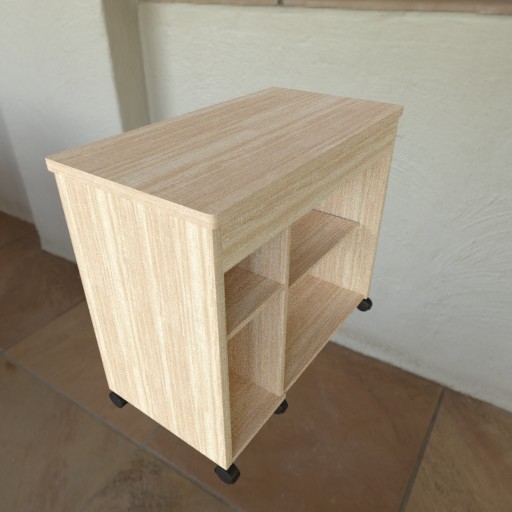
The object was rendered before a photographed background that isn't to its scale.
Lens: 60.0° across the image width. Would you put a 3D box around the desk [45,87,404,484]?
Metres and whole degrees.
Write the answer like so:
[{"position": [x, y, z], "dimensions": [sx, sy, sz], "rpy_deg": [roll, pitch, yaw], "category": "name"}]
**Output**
[{"position": [0.000, 0.000, 1.330], "dimensions": [0.480, 0.770, 0.884], "rpy_deg": [21, 38, 29], "category": "desk"}]
